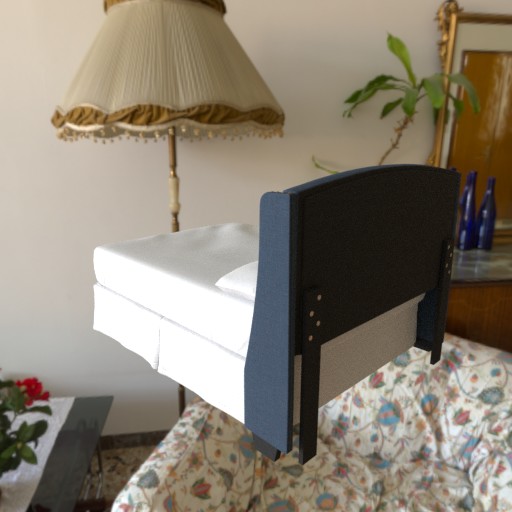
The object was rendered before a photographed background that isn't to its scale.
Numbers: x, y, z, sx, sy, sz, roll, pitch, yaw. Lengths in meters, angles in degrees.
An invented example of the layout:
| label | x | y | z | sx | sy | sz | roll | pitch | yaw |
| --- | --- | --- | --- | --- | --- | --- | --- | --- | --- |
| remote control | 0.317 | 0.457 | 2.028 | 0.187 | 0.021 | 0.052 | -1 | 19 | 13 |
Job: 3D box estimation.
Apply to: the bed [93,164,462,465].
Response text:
| label | x | y | z | sx | sy | sz | roll | pitch | yaw |
| --- | --- | --- | --- | --- | --- | --- | --- | --- | --- |
| bed | 0.000 | 0.000 | 3.272 | 1.710 | 1.407 | 2.237 | -14 | 20 | -42 |
